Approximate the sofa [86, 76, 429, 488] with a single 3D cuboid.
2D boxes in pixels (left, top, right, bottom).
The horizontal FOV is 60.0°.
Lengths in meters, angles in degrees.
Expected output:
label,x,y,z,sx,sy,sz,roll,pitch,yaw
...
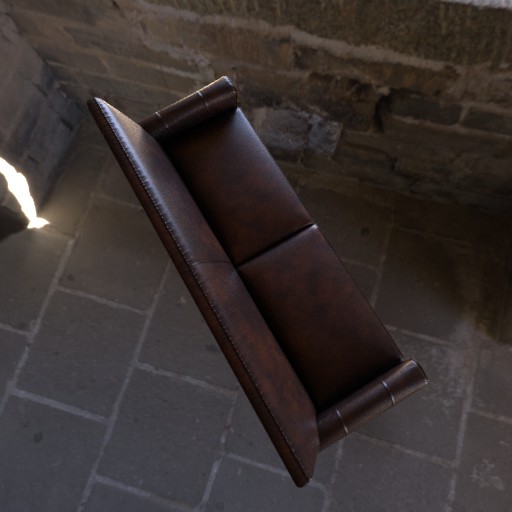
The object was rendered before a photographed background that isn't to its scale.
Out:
label,x,y,z,sx,sy,sz,roll,pitch,yaw
sofa,0.000,0.000,2.404,0.786,0.871,1.995,-29,76,-8
